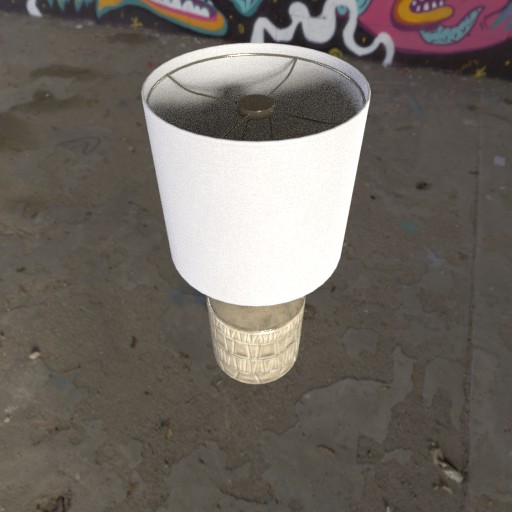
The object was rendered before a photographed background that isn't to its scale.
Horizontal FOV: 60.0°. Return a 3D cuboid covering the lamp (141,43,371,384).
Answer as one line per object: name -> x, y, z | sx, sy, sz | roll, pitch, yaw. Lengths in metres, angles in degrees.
lamp -> 0.000, 0.000, 0.574 | 0.211, 0.455, 0.211 | 31, 52, 27
